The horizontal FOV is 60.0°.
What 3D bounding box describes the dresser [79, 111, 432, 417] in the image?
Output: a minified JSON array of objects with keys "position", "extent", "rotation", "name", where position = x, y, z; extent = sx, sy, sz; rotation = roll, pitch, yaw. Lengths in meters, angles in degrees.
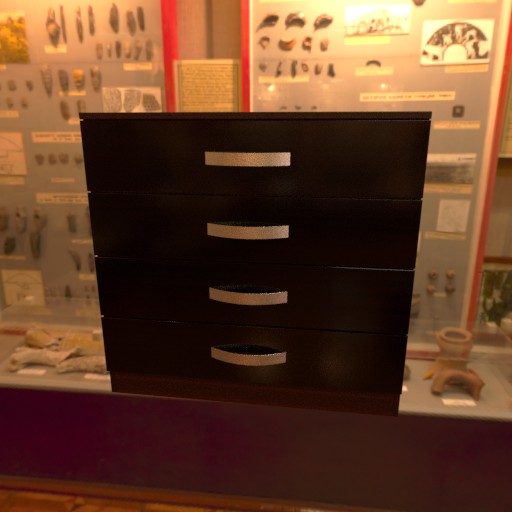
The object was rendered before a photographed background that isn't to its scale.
[{"position":[0.000,0.000,1.177],"extent":[0.750,0.720,0.360],"rotation":[2,17,8],"name":"dresser"}]
